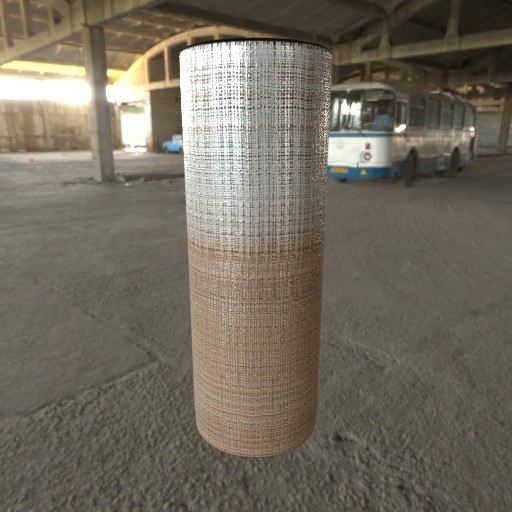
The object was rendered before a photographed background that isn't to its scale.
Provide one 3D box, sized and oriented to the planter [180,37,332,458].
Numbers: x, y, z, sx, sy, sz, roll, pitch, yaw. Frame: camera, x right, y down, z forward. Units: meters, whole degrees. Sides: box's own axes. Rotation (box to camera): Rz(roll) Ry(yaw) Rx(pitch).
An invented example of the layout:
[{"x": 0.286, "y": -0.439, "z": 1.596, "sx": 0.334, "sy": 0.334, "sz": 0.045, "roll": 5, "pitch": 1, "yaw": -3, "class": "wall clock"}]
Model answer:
[{"x": 0.000, "y": 0.000, "z": 0.328, "sx": 0.099, "sy": 0.278, "sz": 0.099, "roll": -14, "pitch": 21, "yaw": -41, "class": "planter"}]
